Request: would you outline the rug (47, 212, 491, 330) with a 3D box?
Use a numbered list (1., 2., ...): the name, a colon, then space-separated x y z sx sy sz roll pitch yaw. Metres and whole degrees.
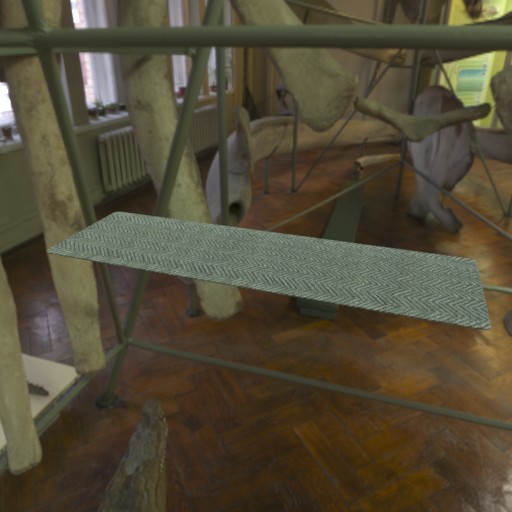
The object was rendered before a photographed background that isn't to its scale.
1. rug: 0.000 0.000 2.447 2.286 0.008 0.686 9 27 17
